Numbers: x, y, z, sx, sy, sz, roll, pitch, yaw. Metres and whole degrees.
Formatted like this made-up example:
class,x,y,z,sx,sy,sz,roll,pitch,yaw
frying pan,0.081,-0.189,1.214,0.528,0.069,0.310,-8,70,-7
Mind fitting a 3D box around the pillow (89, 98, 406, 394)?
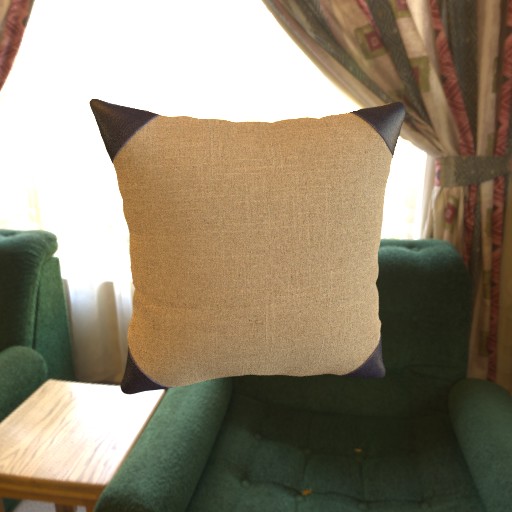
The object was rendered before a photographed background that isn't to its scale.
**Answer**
class,x,y,z,sx,sy,sz,roll,pitch,yaw
pillow,0.000,0.000,0.661,0.440,0.441,0.147,-2,16,-7
